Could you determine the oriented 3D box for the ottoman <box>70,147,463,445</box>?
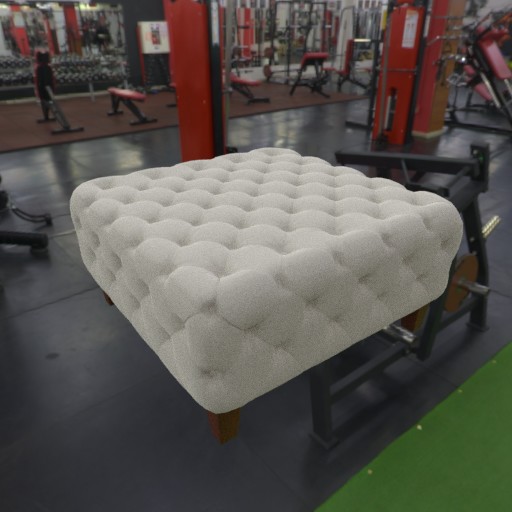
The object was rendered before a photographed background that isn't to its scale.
[{"bbox_3d":[0.000,0.000,1.202,0.753,0.376,0.755,-19,33,-32],"label":"ottoman"}]
